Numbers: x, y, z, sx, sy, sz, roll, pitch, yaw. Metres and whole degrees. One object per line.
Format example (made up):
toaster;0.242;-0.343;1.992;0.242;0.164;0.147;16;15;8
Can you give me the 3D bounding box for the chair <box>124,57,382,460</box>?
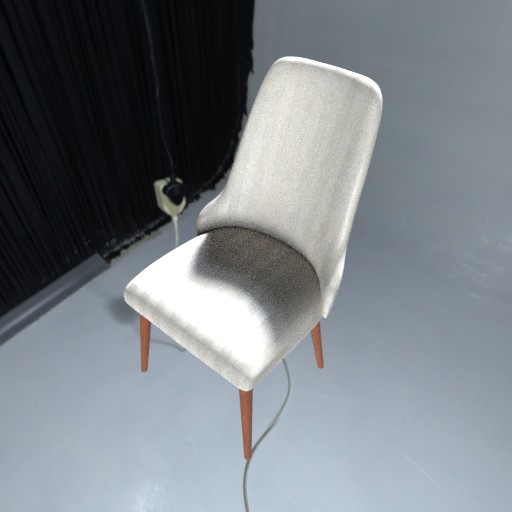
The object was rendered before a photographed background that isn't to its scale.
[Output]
chair;0.000;0.000;1.319;0.526;0.917;0.684;30;52;27
